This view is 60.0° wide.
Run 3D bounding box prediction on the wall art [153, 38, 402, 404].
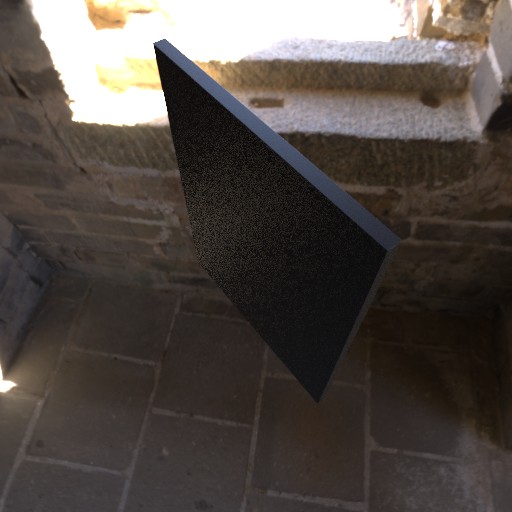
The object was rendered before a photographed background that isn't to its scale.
[{"bbox_3d":[0.000,0.000,1.412,0.038,1.062,0.806,-34,63,-19],"label":"wall art"}]
